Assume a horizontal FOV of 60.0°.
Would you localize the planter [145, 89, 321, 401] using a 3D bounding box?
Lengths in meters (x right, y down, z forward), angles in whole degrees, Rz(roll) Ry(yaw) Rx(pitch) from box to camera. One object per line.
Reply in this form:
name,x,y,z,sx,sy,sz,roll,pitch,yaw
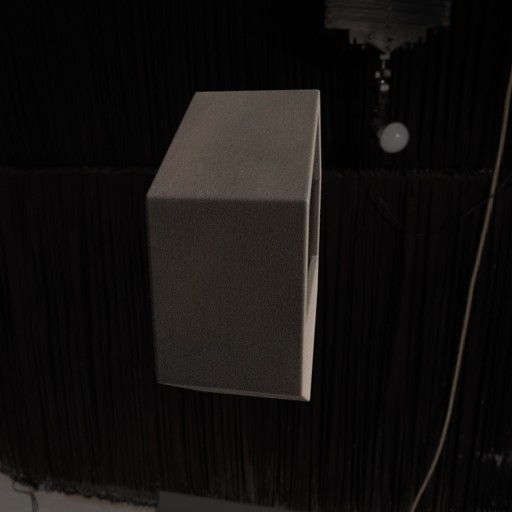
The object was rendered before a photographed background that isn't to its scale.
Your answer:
planter,0.000,0.000,0.294,0.077,0.206,0.169,2,14,10
